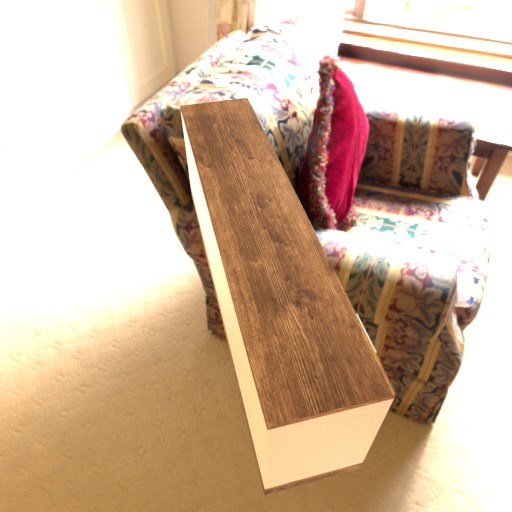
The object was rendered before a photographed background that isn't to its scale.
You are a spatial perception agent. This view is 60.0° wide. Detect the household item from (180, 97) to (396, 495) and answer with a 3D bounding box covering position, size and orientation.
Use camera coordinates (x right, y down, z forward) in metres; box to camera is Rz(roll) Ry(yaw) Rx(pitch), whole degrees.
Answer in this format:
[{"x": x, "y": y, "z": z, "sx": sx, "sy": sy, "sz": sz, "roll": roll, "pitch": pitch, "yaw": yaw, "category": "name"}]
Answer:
[{"x": 0.000, "y": 0.000, "z": 2.037, "sx": 0.390, "sy": 0.615, "sz": 1.800, "roll": -10, "pitch": 47, "yaw": -10, "category": "household item"}]
